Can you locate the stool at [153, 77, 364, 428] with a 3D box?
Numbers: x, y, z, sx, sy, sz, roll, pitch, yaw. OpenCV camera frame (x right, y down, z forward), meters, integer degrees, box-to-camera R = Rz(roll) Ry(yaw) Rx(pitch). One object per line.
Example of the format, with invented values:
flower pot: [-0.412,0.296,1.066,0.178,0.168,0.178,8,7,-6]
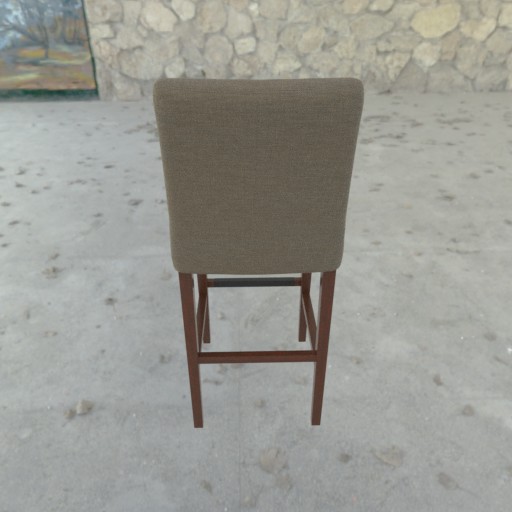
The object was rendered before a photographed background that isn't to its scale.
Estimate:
stool: [0.000,0.000,1.342,0.470,1.078,0.577,-1,30,-1]
